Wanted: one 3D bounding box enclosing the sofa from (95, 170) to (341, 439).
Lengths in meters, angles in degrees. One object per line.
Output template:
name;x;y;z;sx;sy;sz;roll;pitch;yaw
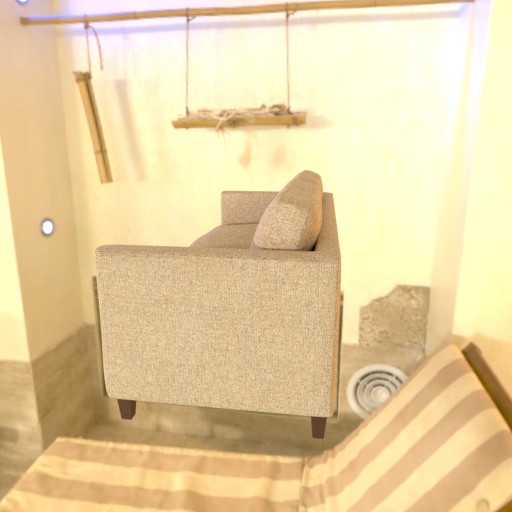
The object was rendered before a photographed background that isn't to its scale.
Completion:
sofa;0.000;0.000;2.704;0.951;0.965;2.208;2;14;9
